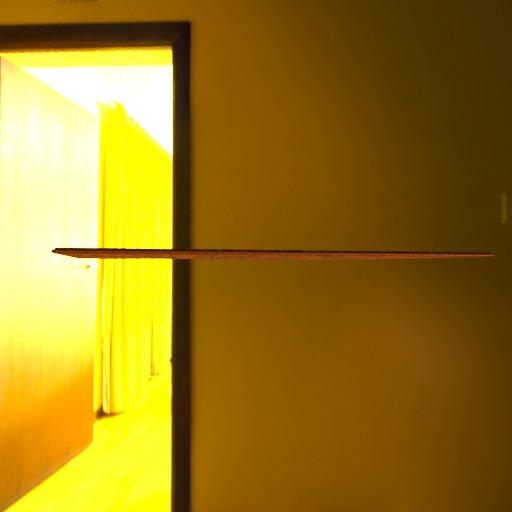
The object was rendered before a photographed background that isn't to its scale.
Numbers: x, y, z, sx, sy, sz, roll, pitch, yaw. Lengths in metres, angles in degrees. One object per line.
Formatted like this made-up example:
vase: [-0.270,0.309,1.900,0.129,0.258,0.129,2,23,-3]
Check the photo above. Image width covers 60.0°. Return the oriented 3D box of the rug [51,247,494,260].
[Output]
rug: [0.000,0.000,2.813,2.204,0.024,1.588,0,-1,-19]
